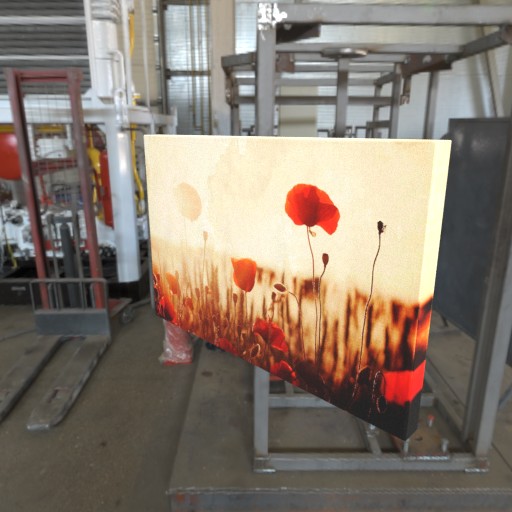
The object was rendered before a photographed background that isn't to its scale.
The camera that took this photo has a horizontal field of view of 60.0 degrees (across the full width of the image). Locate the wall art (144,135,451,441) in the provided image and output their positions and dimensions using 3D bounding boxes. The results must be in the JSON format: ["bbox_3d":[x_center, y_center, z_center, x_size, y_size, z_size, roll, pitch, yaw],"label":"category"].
[{"bbox_3d":[0.000,0.000,0.774,0.613,0.402,0.040,15,22,42],"label":"wall art"}]
